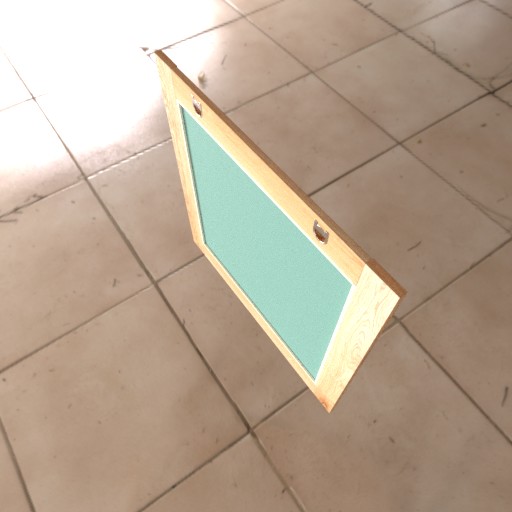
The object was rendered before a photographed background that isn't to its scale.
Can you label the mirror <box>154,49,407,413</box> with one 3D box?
[{"bbox_3d":[0.000,0.000,1.217,0.020,0.800,0.800,-32,63,-18],"label":"mirror"}]
